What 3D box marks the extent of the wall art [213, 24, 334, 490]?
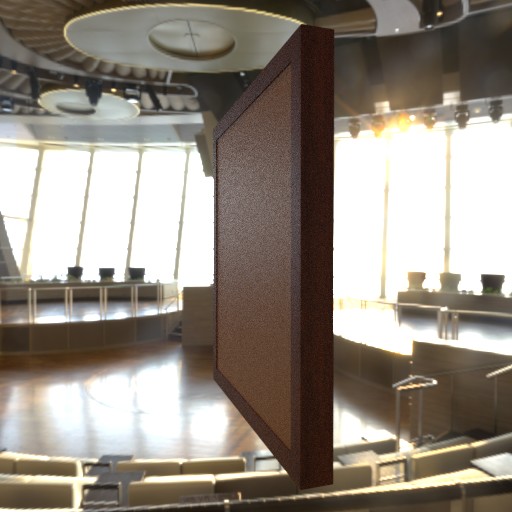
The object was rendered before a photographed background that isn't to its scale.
[{"bbox_3d":[0.000,0.000,0.524,0.030,0.381,0.330,0,1,-18],"label":"wall art"}]
